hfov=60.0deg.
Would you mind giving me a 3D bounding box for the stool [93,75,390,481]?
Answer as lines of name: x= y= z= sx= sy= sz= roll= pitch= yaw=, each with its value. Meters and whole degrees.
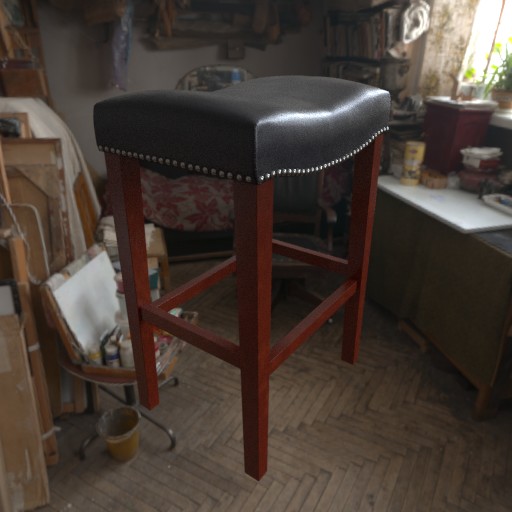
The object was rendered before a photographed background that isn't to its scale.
stool: x=0.000 y=0.000 z=1.015 sx=0.372 sy=0.742 sz=0.504 roll=18 pitch=31 yaw=32
